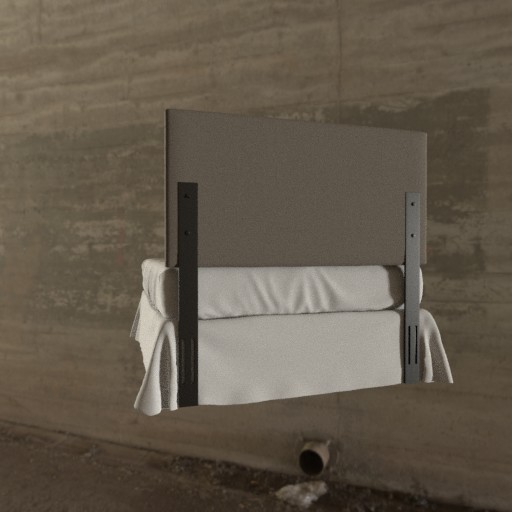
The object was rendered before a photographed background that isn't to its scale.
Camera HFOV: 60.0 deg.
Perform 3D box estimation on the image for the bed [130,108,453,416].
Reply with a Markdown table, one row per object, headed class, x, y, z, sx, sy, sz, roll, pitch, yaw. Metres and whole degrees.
| class | x | y | z | sx | sy | sz | roll | pitch | yaw |
| --- | --- | --- | --- | --- | --- | --- | --- | --- | --- |
| bed | 0.000 | 0.000 | 3.520 | 1.936 | 1.577 | 2.222 | 0 | 1 | -17 |
